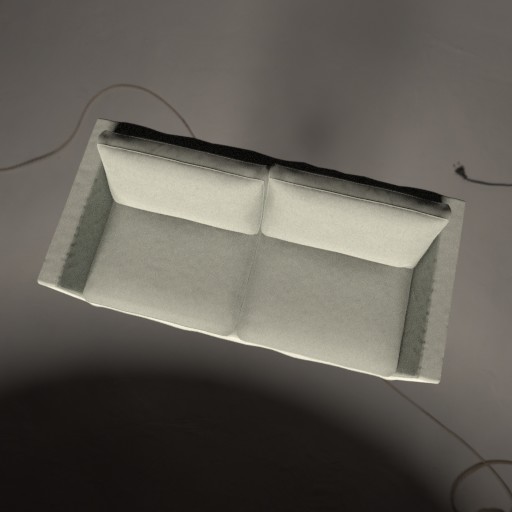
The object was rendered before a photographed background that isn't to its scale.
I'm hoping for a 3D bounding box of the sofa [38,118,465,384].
[{"bbox_3d":[0.000,0.000,2.463,1.987,0.870,0.940,14,76,3],"label":"sofa"}]
